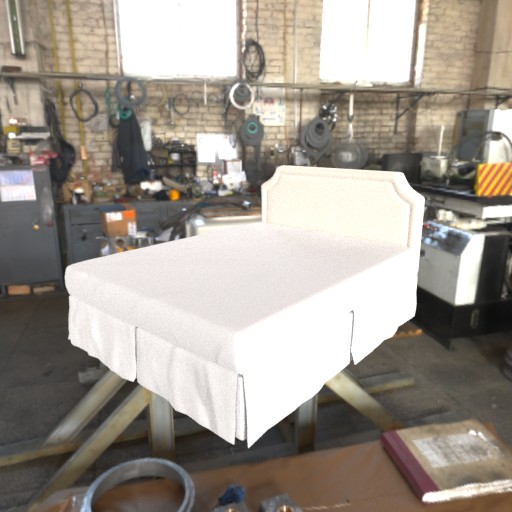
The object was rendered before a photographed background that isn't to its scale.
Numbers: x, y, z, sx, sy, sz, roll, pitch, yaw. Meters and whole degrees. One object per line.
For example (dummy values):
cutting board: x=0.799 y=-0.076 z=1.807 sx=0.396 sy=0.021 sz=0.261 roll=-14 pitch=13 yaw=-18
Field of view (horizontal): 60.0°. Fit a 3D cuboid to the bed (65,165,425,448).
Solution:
bed: x=0.000 y=0.000 z=3.685 sx=1.977 sy=1.293 sz=2.498 roll=13 pitch=20 yaw=39
